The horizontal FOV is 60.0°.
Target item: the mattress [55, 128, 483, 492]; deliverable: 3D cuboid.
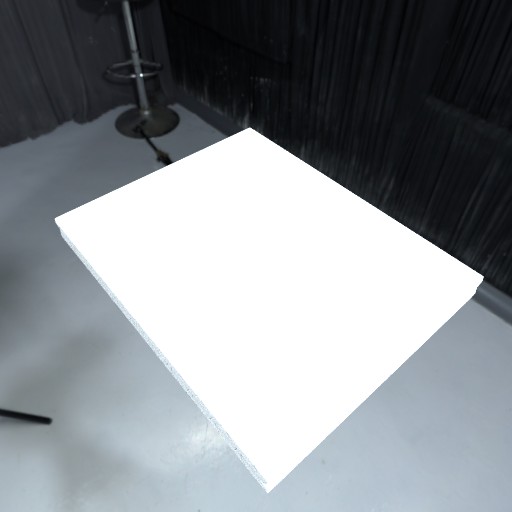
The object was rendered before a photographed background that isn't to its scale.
[{"bbox_3d":[0.000,0.000,2.661,1.600,0.200,2.000,-33,55,-26],"label":"mattress"}]
